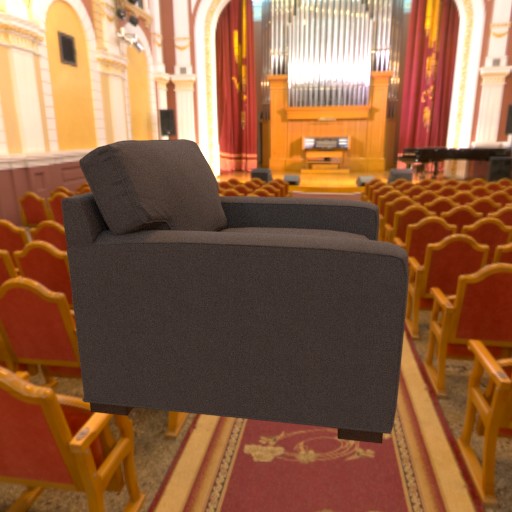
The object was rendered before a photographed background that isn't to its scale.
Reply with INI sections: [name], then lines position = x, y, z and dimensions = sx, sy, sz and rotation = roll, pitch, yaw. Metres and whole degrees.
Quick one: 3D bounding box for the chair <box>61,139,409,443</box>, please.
[chair]
position = 0.000, 0.000, 1.797
dimensions = 1.043, 0.913, 0.997
rotation = 2, 15, 9
